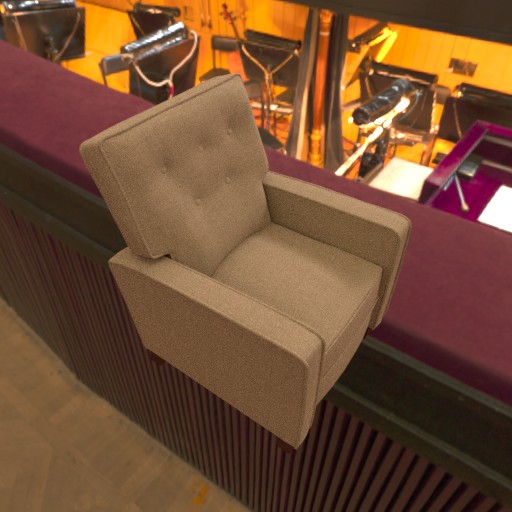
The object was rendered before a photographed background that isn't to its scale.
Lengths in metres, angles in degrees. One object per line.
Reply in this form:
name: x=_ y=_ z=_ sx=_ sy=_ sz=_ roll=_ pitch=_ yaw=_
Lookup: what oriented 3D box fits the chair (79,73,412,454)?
chair: x=0.000 y=0.000 z=1.405 sx=0.754 sy=0.888 sz=0.648 roll=26 pitch=48 yaw=25
